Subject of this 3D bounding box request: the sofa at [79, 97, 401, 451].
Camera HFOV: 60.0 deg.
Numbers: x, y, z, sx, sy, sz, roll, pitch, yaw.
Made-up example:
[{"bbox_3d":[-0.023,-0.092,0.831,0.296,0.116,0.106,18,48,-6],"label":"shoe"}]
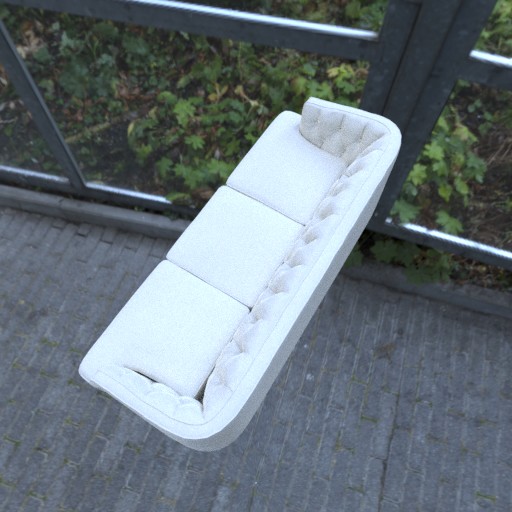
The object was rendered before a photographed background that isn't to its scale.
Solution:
[{"bbox_3d":[0.000,0.000,2.759,0.941,0.855,2.278,29,67,14],"label":"sofa"}]
